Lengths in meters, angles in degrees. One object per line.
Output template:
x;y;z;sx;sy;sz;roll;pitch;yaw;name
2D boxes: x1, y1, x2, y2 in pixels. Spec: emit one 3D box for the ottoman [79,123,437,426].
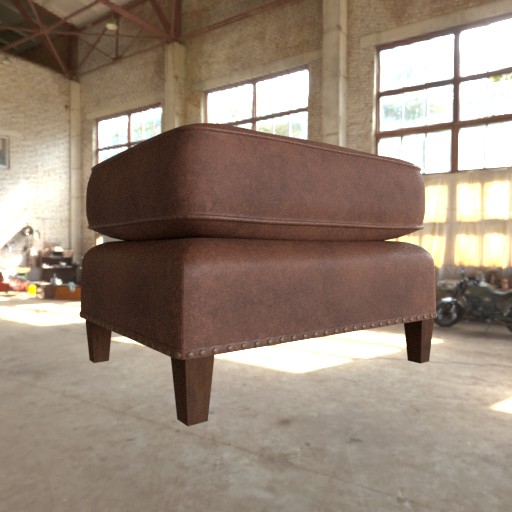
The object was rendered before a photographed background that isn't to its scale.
0.000;0.000;1.139;0.738;0.537;0.589;-1;1;-37;ottoman
